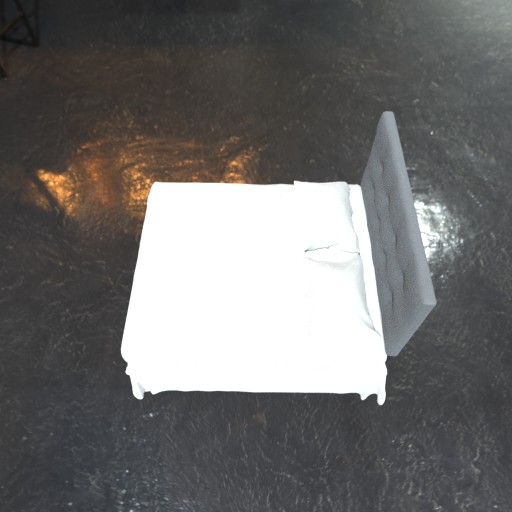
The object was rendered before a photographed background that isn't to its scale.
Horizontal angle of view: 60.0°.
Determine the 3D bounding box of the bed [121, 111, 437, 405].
[{"bbox_3d":[0.000,0.000,3.565,2.222,1.577,1.936,1,57,0],"label":"bed"}]
